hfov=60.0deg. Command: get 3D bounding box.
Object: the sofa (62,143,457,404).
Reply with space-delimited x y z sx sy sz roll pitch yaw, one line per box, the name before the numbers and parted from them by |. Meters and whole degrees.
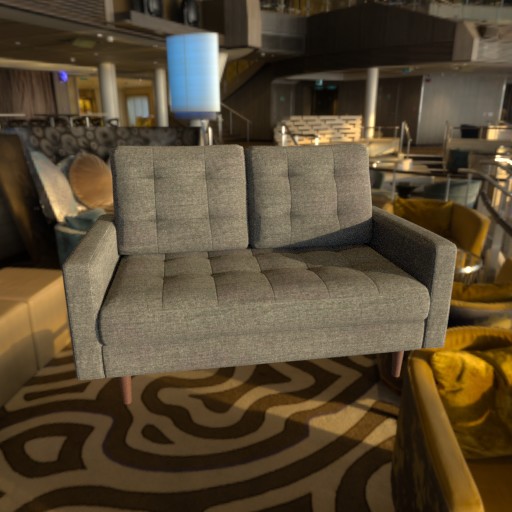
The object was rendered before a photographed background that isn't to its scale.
sofa | 0.000 0.000 1.922 1.407 0.907 0.842 -3 18 -9
